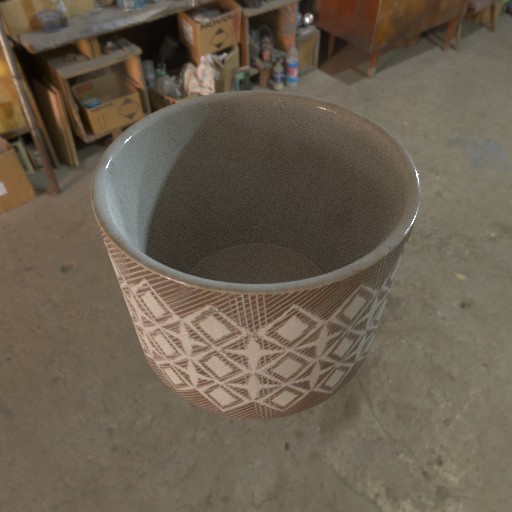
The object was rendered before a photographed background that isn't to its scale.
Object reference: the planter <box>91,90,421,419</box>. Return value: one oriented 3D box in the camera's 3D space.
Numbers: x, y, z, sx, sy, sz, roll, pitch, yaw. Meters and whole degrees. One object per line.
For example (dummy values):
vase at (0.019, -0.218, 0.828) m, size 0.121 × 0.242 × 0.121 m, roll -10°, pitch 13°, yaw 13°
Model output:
planter at (0.000, 0.000, 0.213) m, size 0.126 × 0.104 × 0.126 m, roll 0°, pitch 47°, yaw 0°
